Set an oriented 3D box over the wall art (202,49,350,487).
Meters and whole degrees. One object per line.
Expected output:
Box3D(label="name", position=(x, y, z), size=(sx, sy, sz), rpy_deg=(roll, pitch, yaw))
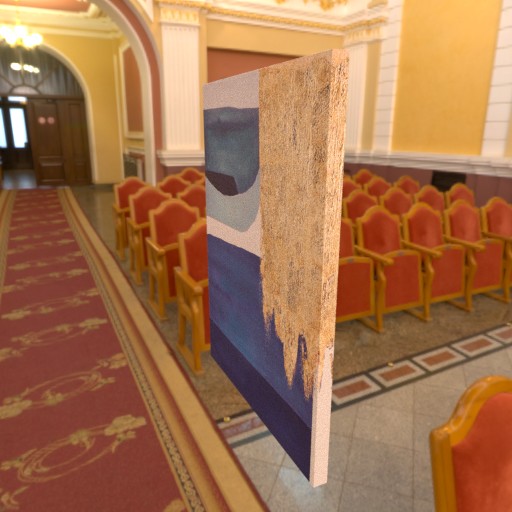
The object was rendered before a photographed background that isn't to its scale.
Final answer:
Box3D(label="wall art", position=(0.000, 0.000, 0.795), size=(0.026, 0.613, 0.458), rpy_deg=(-7, 17, -25))
